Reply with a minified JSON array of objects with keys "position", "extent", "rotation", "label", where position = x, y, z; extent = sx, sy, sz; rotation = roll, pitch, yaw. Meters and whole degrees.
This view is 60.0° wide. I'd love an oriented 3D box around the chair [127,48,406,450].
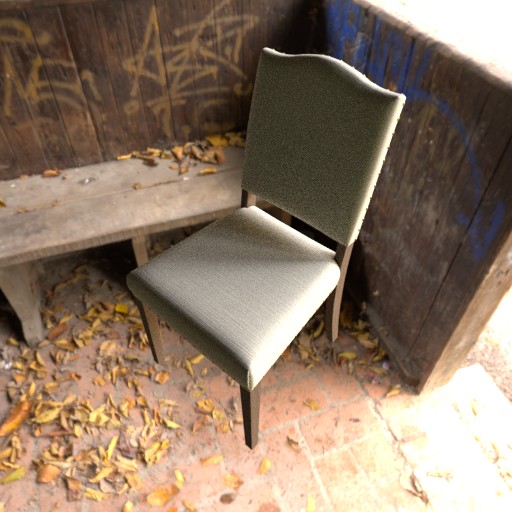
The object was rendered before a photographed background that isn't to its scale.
[{"position":[0.000,0.000,1.341],"extent":[0.508,1.015,0.619],"rotation":[33,54,27],"label":"chair"}]
